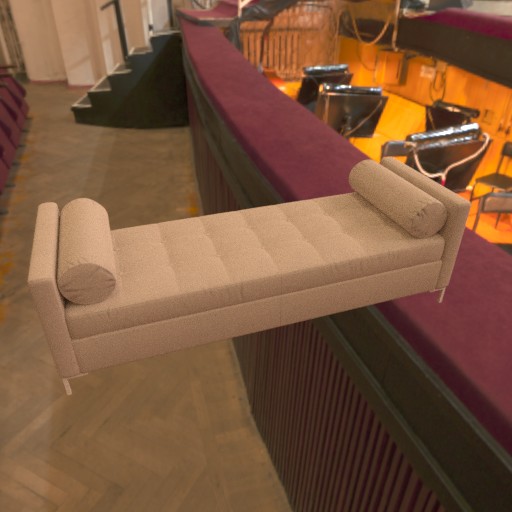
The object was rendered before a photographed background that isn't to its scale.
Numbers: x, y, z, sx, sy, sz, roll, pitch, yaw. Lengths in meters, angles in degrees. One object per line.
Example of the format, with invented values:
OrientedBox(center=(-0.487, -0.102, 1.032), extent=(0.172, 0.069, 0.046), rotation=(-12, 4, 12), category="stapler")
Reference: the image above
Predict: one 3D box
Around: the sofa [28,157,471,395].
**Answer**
OrientedBox(center=(0.000, 0.000, 2.291), extent=(1.981, 0.635, 0.686), rotation=(-11, 34, -16), category="sofa")
